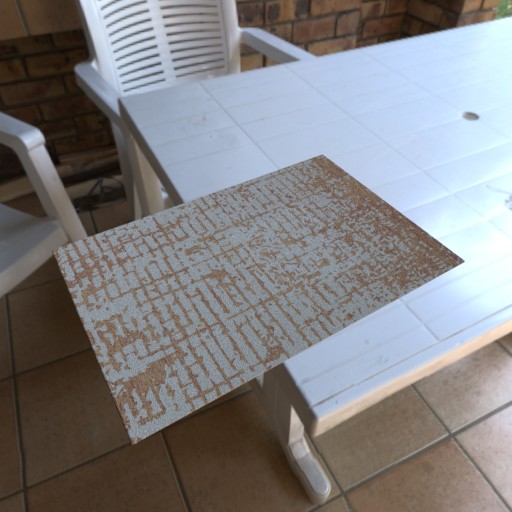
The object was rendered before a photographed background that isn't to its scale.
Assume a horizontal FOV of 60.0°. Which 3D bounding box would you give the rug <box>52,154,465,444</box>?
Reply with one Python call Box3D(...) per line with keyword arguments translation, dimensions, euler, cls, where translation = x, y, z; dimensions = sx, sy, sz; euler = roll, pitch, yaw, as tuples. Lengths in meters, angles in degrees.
Box3D(translation=(0.000, 0.000, 2.353), dimensions=(1.829, 0.011, 1.219), euler=(-23, 49, -22), cls="rug")
